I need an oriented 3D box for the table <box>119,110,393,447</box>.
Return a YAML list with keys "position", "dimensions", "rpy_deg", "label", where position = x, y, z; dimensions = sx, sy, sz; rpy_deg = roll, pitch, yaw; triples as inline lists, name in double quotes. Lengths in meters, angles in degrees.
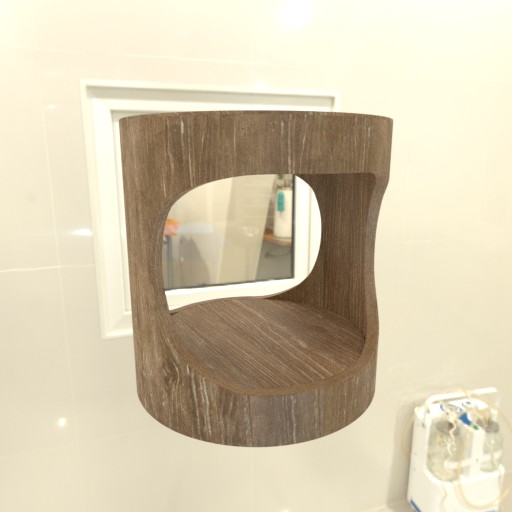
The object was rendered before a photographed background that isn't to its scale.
- position: [0.000, 0.000, 0.951]
  dimensions: [0.527, 0.551, 0.527]
  rpy_deg: [0, 13, 0]
  label: "table"
